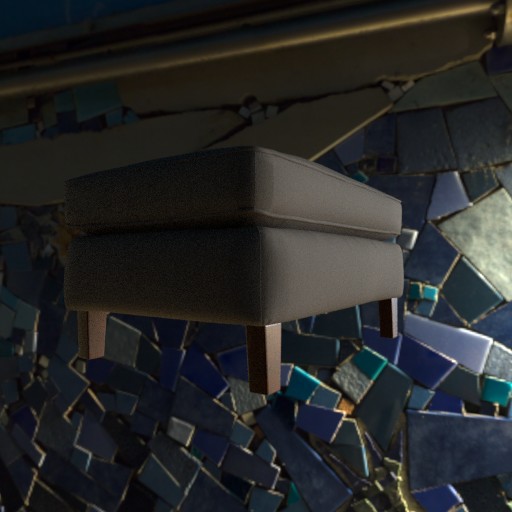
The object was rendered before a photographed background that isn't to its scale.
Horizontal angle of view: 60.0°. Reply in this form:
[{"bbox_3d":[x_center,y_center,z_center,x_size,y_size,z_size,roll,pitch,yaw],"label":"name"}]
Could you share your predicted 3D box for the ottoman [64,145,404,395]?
[{"bbox_3d":[0.000,0.000,1.000,0.508,0.406,0.686,-1,-1,35],"label":"ottoman"}]
